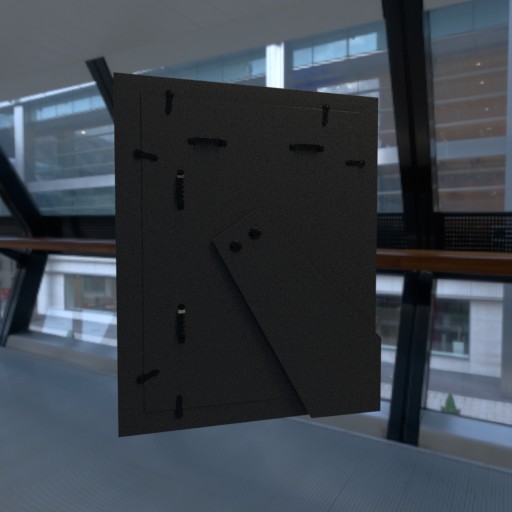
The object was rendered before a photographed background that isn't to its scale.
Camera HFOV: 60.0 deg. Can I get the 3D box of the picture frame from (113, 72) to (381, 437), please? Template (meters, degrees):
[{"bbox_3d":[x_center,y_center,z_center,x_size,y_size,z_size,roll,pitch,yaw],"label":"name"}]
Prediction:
[{"bbox_3d":[0.000,0.000,0.510,0.307,0.383,0.036,-1,3,-16],"label":"picture frame"}]
